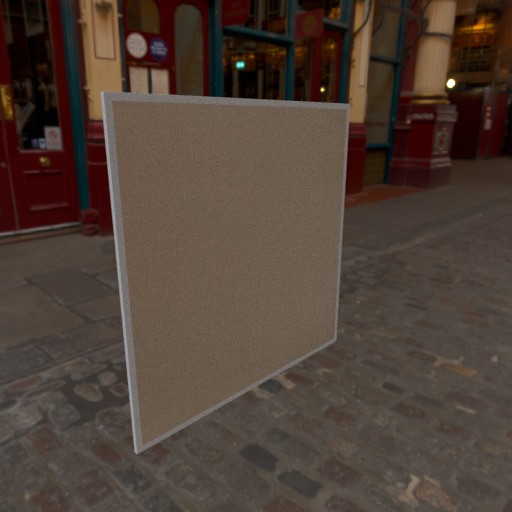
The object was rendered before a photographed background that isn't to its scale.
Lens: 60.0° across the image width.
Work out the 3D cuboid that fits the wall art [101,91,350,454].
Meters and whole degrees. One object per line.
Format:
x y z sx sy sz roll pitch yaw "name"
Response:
0.000 0.000 0.684 0.007 0.456 0.456 16 23 43 "wall art"
